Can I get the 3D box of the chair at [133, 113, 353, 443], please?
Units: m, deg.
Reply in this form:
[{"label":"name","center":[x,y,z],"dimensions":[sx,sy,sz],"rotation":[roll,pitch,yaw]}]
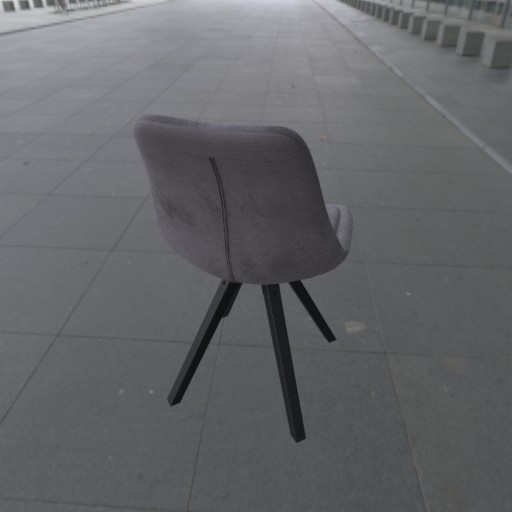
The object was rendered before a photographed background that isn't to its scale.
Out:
[{"label":"chair","center":[0.000,0.000,1.189],"dimensions":[0.485,0.850,0.550],"rotation":[10,33,16]}]
